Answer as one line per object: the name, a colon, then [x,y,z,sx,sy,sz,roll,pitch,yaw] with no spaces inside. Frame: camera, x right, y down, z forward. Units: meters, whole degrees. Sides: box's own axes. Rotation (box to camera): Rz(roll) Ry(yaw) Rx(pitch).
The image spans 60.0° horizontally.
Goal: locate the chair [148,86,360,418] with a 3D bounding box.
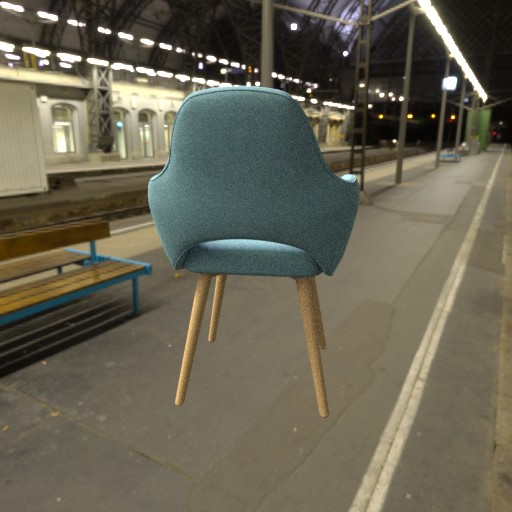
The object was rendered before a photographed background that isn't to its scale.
chair: [0.000,0.000,1.364,0.589,0.920,0.666,2,15,7]
